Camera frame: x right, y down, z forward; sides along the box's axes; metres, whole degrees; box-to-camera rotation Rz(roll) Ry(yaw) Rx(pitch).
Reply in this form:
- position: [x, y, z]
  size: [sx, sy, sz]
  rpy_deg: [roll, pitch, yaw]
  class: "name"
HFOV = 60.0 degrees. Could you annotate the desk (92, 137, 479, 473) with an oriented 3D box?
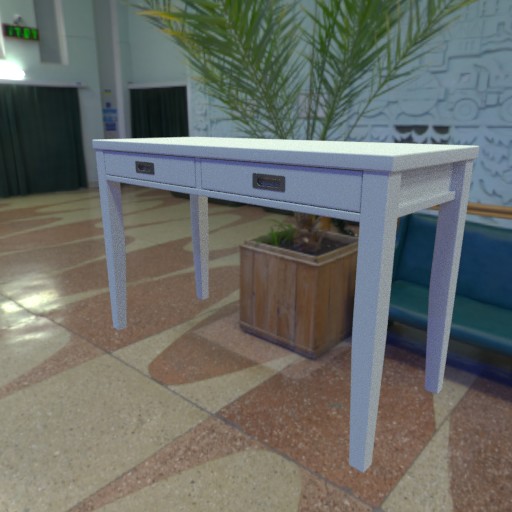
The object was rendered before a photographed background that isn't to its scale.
- position: [0.000, 0.000, 1.558]
  size: [1.220, 0.775, 0.508]
  rpy_deg: [15, 22, 41]
  class: "desk"
